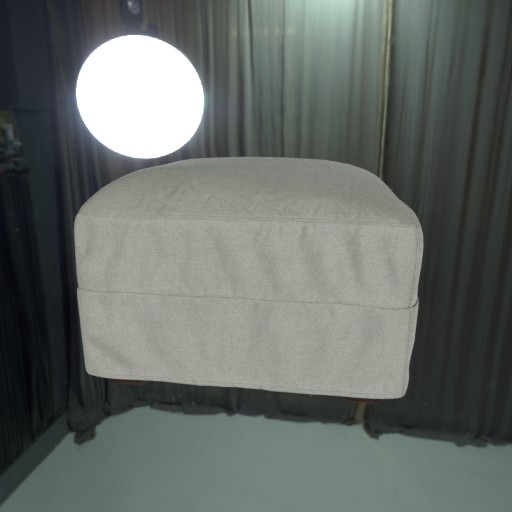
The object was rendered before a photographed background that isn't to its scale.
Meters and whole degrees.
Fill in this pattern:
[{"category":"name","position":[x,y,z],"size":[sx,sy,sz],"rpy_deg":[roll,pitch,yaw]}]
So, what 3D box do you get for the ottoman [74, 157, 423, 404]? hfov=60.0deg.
[{"category":"ottoman","position":[0.000,0.000,1.102],"size":[0.712,0.480,0.584],"rpy_deg":[2,15,8]}]
